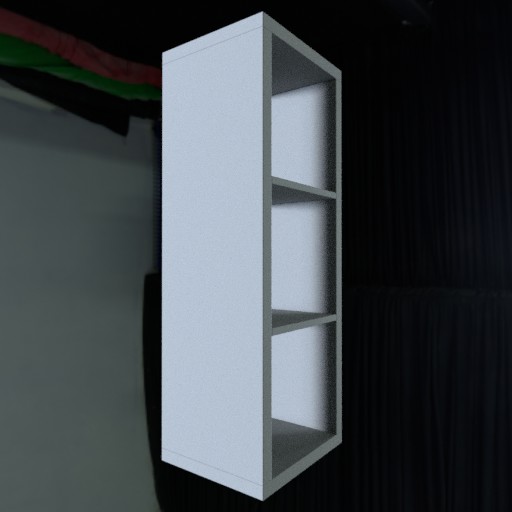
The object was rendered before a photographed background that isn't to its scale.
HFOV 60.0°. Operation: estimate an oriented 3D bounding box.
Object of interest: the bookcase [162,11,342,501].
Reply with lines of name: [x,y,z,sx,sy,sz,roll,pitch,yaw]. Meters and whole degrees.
bookcase: [0.000,0.000,1.232,0.330,1.080,0.390,0,-1,37]
